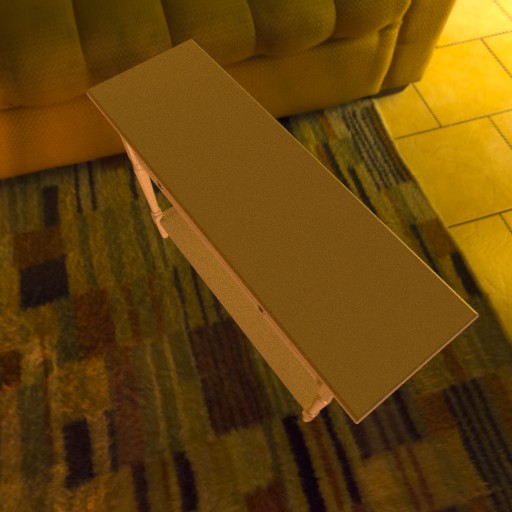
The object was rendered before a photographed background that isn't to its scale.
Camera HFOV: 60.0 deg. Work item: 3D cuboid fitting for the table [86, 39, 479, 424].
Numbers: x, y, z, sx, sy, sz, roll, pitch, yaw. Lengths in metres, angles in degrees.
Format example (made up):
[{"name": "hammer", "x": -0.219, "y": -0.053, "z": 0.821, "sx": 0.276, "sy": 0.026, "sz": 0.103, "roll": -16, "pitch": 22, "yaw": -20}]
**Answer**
[{"name": "table", "x": 0.000, "y": 0.000, "z": 1.538, "sx": 0.386, "sy": 0.814, "sz": 1.191, "roll": -34, "pitch": 68, "yaw": -16}]
